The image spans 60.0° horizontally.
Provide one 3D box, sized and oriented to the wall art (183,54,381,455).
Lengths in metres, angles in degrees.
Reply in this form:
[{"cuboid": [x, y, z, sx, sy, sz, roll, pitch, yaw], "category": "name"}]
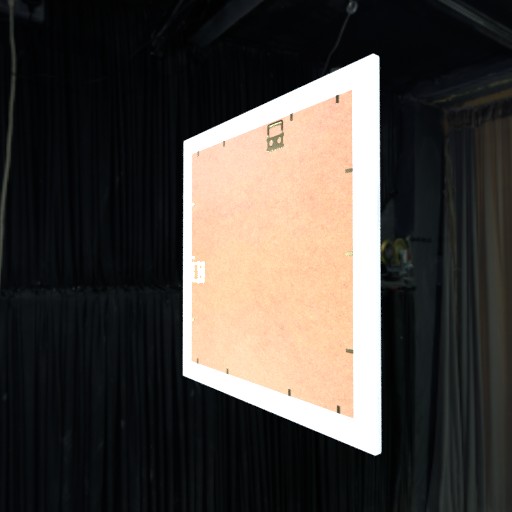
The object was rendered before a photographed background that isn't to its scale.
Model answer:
[{"cuboid": [0.000, 0.000, 0.878, 0.013, 0.584, 0.584, 1, -1, -37], "category": "wall art"}]
